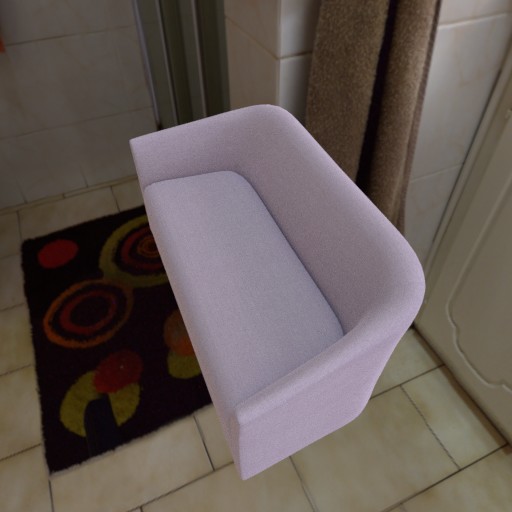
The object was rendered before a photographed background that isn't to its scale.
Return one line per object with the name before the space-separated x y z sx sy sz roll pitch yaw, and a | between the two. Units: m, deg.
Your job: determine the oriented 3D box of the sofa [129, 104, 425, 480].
sofa | 0.000 0.000 1.848 0.705 0.721 1.452 -17 49 -15
